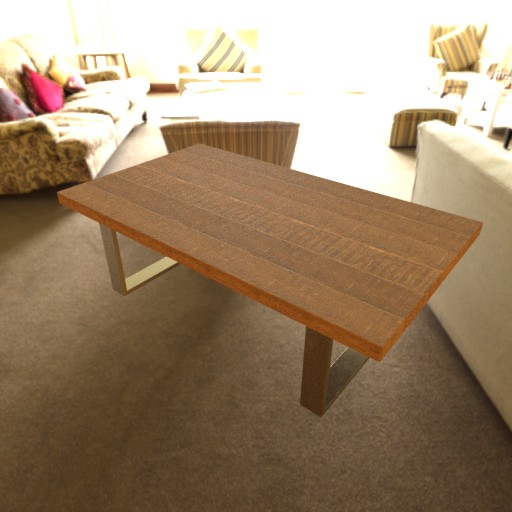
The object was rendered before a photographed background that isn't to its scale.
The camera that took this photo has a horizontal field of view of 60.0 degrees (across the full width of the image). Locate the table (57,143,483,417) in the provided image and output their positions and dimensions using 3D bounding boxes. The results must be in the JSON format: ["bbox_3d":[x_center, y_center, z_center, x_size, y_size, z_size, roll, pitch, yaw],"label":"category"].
[{"bbox_3d":[0.000,0.000,1.776,1.400,0.440,0.800,23,39,32],"label":"table"}]
